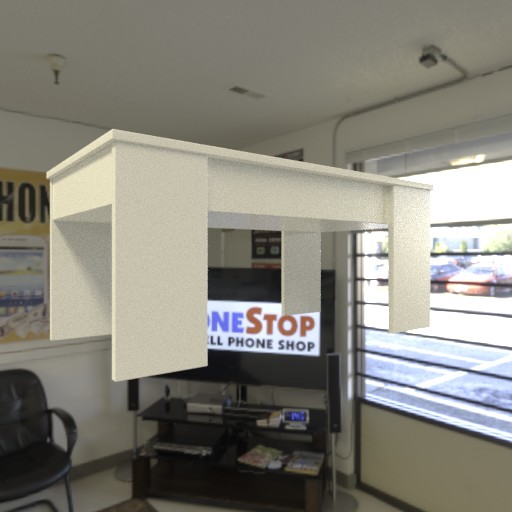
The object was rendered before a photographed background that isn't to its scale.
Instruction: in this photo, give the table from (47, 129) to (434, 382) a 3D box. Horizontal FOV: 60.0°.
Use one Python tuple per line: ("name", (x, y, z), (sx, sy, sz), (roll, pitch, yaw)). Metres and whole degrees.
("table", (0.000, 0.000, 1.265), (1.000, 0.440, 0.500), (0, 0, -37))
